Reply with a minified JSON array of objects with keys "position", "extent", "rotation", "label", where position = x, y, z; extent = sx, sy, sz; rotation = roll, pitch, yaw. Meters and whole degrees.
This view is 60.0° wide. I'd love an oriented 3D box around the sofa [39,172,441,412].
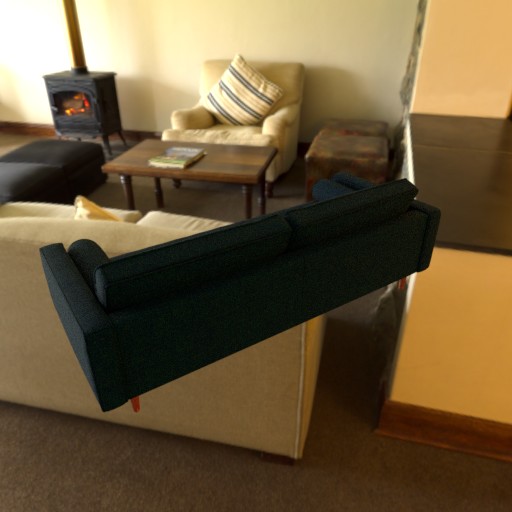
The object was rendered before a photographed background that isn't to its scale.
[{"position":[0.000,0.000,2.655],"extent":[2.210,0.762,0.914],"rotation":[-18,34,-29],"label":"sofa"}]
